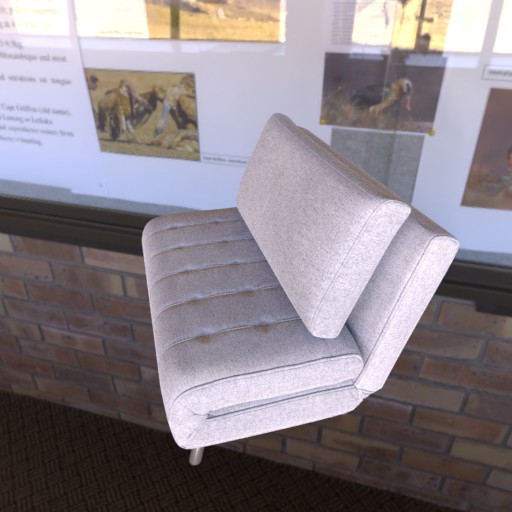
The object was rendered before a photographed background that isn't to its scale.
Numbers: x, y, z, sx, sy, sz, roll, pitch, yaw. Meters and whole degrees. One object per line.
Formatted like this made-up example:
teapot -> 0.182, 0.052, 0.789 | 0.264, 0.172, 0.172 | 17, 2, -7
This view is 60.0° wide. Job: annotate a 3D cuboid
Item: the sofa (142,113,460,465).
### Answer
sofa -> 0.000, 0.000, 1.854 | 0.910, 0.910, 1.220 | -8, 32, -13
